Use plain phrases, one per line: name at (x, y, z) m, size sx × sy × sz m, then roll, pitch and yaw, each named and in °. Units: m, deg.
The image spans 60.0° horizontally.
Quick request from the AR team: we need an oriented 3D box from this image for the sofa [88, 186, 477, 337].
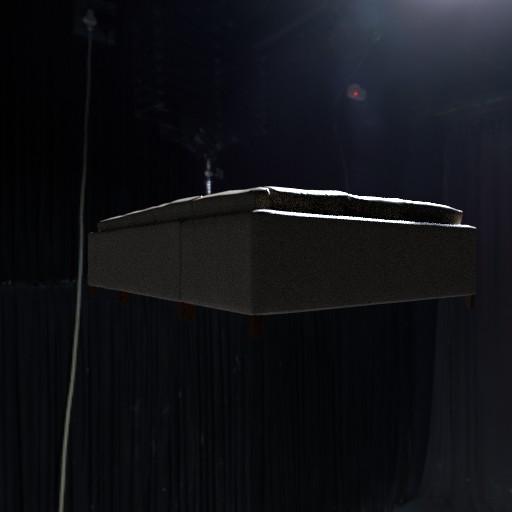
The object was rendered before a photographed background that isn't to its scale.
sofa at (0.000, 0.000, 4.711) m, size 2.594 × 0.961 × 3.460 m, roll 0°, pitch 0°, yaw -36°
